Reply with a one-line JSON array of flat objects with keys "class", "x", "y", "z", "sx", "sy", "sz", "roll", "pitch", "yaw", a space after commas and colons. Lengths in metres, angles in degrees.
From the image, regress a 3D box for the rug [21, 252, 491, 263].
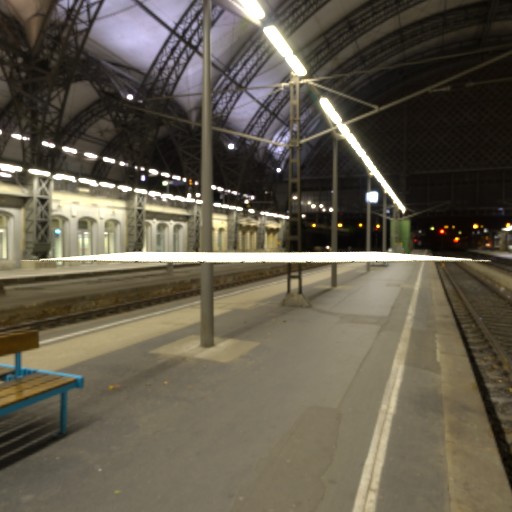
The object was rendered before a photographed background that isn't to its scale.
[{"class": "rug", "x": 0.000, "y": 0.000, "z": 4.166, "sx": 3.221, "sy": 0.026, "sz": 2.342, "roll": 0, "pitch": 2, "yaw": 0}]
